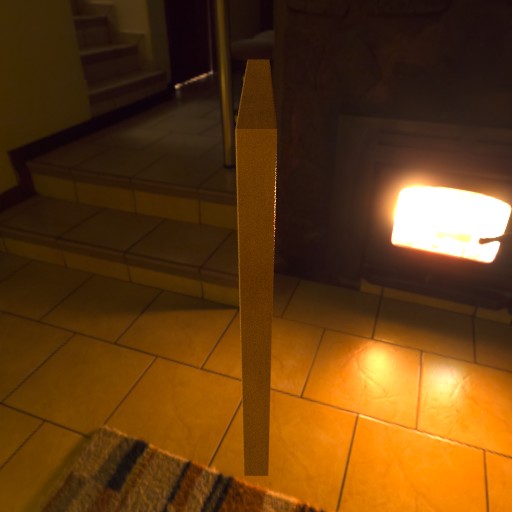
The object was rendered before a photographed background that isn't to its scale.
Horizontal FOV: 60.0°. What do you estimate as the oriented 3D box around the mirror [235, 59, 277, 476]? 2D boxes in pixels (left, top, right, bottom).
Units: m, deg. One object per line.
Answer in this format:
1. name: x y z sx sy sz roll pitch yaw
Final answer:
1. mirror: 0.000 0.000 0.690 0.041 0.509 0.406 0 32 0
